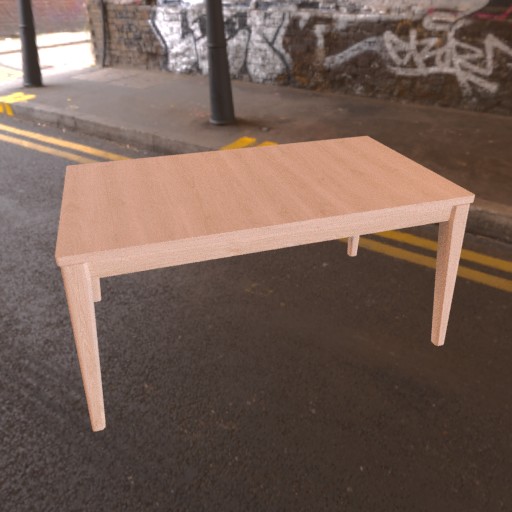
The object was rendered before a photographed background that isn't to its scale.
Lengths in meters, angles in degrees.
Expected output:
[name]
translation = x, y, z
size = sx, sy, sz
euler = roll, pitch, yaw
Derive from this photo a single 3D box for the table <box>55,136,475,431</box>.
[table]
translation = 0.000, 0.000, 2.071
size = 1.600, 0.760, 0.900
euler = -9, 33, -15
